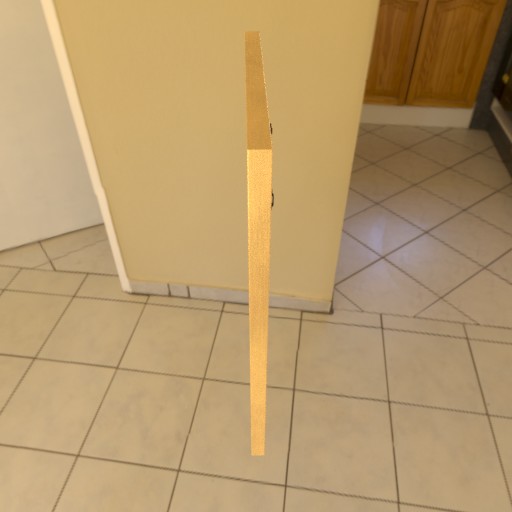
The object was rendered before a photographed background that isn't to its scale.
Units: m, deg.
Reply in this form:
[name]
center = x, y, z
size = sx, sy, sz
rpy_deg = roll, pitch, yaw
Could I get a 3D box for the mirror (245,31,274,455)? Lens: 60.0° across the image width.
[mirror]
center = 0.000, 0.000, 1.143
size = 0.040, 0.915, 0.609
rpy_deg = -1, 41, -1
